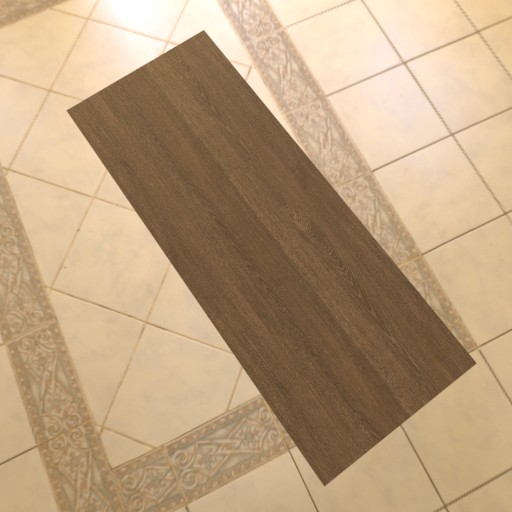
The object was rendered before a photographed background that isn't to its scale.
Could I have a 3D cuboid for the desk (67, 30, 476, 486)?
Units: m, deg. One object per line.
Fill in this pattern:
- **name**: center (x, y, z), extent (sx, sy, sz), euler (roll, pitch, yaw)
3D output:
- **desk**: center (0.000, 0.000, 1.860), extent (0.600, 0.760, 1.524), euler (-35, 78, -9)
